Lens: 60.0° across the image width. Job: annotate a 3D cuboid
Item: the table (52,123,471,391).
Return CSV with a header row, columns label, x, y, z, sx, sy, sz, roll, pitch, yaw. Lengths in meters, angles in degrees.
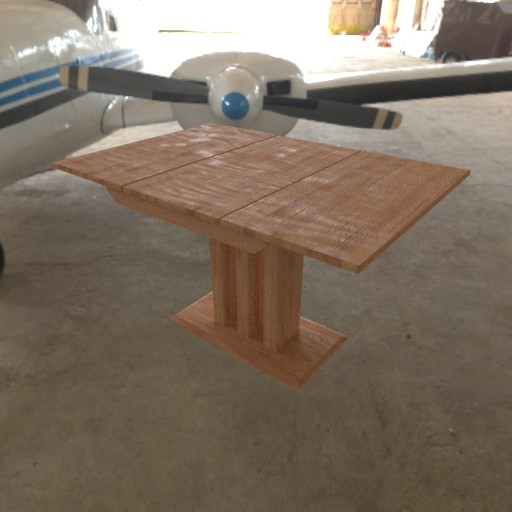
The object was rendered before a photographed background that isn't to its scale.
label,x,y,z,sx,sy,sz,roll,pitch,yaw
table,0.000,0.000,1.852,1.300,0.770,0.900,21,35,33
